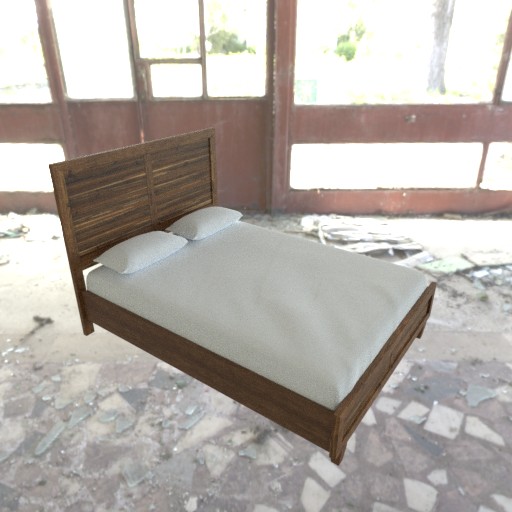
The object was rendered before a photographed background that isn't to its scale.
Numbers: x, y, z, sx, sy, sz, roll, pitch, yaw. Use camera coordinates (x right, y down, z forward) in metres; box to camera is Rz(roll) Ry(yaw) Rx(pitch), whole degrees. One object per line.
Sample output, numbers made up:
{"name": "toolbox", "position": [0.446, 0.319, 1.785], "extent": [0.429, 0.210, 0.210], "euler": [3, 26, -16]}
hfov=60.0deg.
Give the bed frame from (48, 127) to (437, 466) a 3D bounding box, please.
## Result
{"name": "bed frame", "position": [0.000, 0.000, 3.349], "extent": [2.276, 1.417, 1.696], "euler": [18, 31, 32]}
